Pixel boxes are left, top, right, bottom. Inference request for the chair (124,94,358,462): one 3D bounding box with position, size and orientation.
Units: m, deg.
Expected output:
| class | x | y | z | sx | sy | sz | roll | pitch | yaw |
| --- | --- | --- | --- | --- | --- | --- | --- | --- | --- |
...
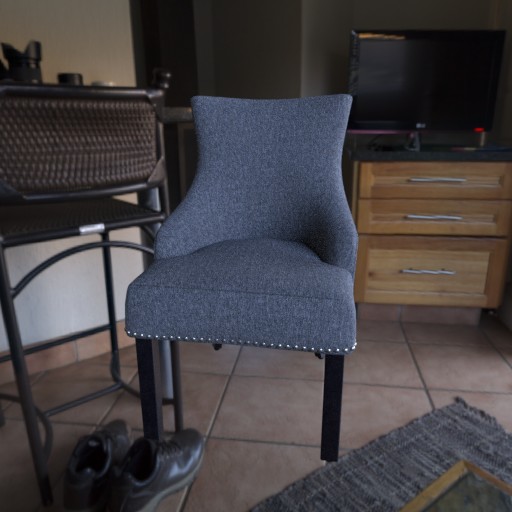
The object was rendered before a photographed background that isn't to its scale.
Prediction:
| class | x | y | z | sx | sy | sz | roll | pitch | yaw |
| --- | --- | --- | --- | --- | --- | --- | --- | --- | --- |
| chair | 0.000 | 0.000 | 1.282 | 0.566 | 0.909 | 0.629 | 3 | 16 | 9 |
